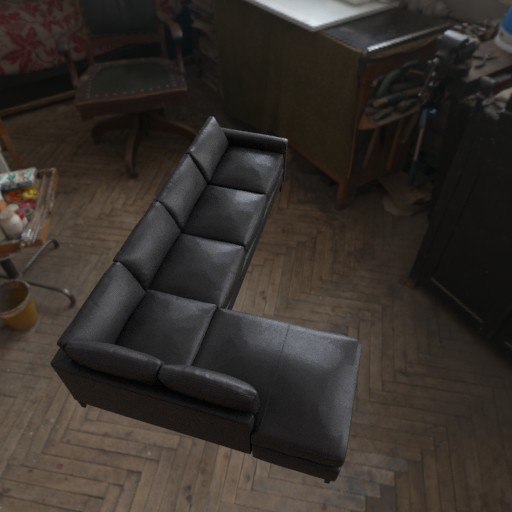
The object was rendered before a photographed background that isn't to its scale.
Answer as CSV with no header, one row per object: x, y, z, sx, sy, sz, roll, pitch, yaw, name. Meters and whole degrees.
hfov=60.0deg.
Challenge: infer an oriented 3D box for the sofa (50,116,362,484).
0.000,0.000,3.752,1.938,0.877,2.984,12,49,11,sofa
